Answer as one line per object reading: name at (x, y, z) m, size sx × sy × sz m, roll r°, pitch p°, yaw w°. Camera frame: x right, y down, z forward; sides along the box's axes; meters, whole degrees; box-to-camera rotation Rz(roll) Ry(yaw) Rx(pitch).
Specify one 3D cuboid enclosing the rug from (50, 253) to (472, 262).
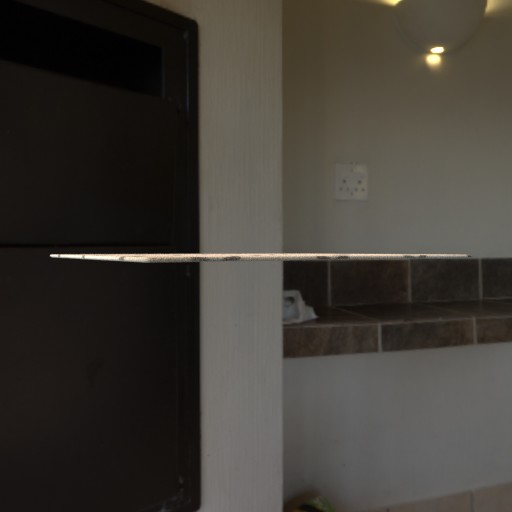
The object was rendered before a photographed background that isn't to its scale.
rug at (0.000, 0.000, 4.001) m, size 3.000 × 0.026 × 2.399 m, roll 0°, pitch 1°, yaw -35°
